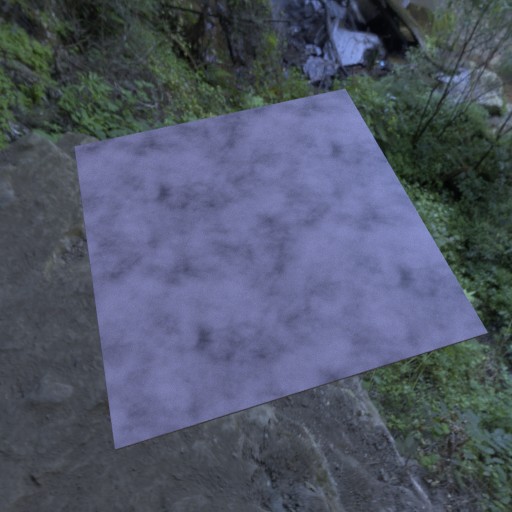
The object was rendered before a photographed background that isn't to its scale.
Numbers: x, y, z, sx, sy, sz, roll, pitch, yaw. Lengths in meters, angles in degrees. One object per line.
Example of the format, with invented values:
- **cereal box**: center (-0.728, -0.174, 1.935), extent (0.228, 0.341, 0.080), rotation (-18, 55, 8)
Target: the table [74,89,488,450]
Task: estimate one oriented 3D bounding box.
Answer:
- **table**: center (0.000, 0.000, 1.338), extent (0.890, 0.305, 0.890), rotation (-15, 62, -8)
